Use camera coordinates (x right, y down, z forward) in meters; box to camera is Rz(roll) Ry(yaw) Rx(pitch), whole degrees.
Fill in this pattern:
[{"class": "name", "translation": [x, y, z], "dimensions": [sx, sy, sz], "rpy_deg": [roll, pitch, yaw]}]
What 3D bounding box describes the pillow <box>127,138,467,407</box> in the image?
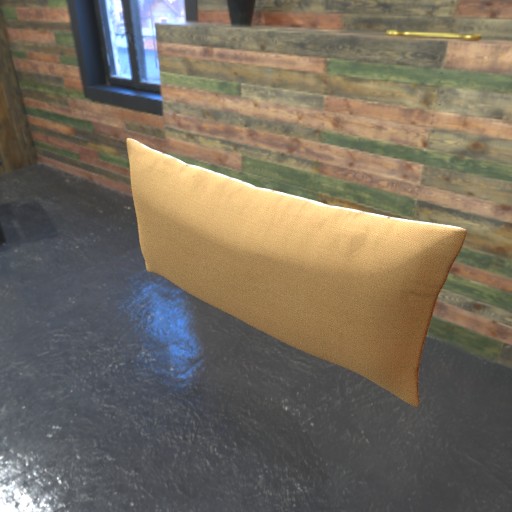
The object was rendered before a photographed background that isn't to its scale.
[{"class": "pillow", "translation": [0.000, 0.000, 0.734], "dimensions": [0.608, 0.291, 0.151], "rpy_deg": [22, 37, 32]}]
